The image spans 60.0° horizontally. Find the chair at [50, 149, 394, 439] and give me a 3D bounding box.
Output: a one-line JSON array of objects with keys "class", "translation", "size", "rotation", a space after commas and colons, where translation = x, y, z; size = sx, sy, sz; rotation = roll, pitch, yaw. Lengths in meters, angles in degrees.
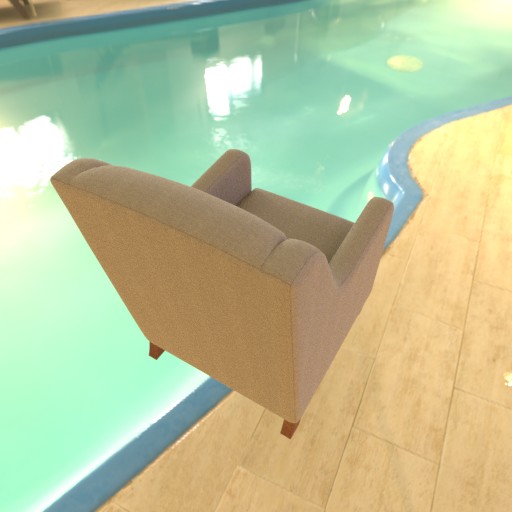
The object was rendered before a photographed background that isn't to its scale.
[{"class": "chair", "translation": [0.000, 0.000, 1.592], "size": [0.715, 1.017, 0.890], "rotation": [23, 49, 22]}]
